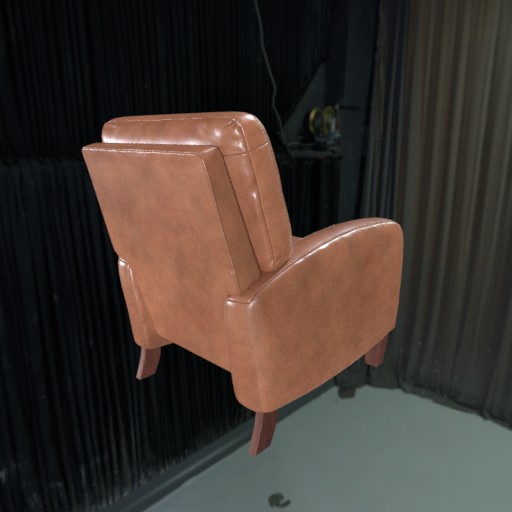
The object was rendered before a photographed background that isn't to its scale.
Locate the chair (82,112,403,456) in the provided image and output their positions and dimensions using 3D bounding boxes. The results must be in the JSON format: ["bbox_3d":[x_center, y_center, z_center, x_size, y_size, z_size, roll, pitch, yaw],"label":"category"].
[{"bbox_3d":[0.000,0.000,1.658,0.762,0.990,0.990,14,21,42],"label":"chair"}]
